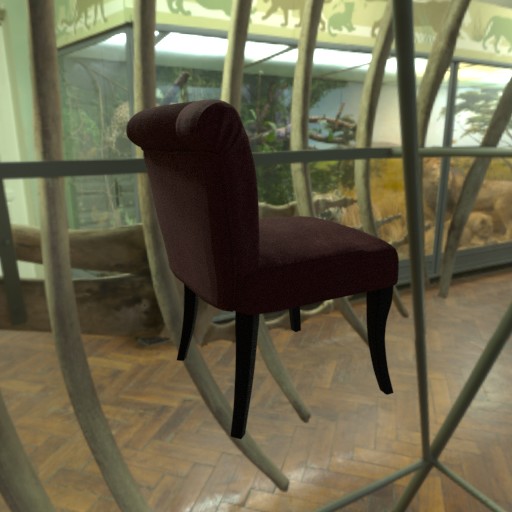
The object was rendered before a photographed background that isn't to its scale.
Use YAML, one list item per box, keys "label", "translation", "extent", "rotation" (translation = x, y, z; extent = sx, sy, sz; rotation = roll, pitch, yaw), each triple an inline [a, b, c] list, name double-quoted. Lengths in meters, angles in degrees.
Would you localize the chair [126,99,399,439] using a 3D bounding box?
- label: "chair"
  translation: [0.000, 0.000, 1.202]
  extent: [0.605, 0.750, 0.582]
  rotation: [-7, 16, -27]
